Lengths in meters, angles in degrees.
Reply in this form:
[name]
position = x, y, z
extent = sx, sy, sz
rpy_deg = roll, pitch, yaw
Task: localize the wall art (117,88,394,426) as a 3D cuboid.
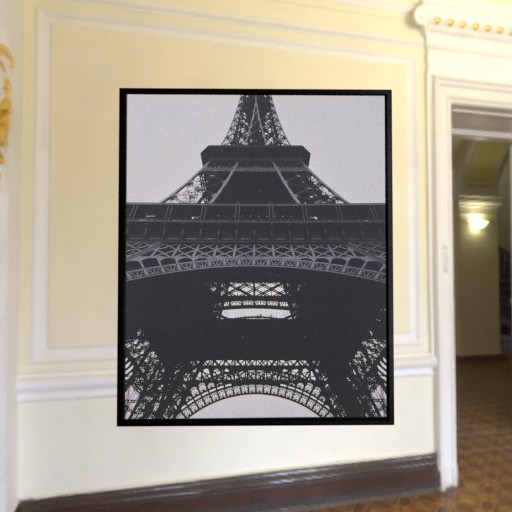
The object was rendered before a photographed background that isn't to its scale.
[wall art]
position = 0.000, 0.000, 0.745
extent = 0.451, 0.553, 0.039
rpy_deg = 0, -1, -1
